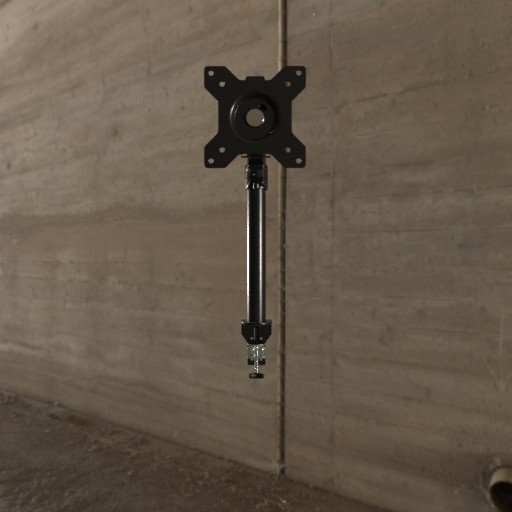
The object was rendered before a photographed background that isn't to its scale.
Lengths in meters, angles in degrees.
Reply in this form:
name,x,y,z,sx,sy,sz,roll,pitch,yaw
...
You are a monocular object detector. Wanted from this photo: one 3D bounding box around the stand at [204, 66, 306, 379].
name,x,y,z,sx,sy,sz,roll,pitch,yaw
stand,0.000,0.000,0.727,0.115,0.510,0.456,0,0,0
